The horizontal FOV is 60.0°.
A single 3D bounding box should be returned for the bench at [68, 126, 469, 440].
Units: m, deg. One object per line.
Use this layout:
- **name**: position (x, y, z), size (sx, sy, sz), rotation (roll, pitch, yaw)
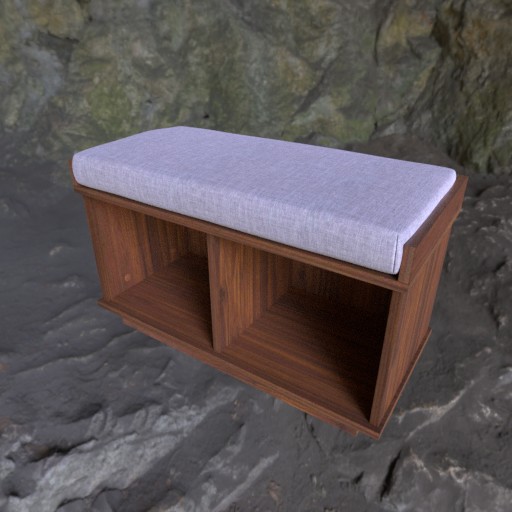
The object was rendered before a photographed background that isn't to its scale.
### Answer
- **bench**: position (0.000, 0.000, 0.988), size (0.734, 0.461, 0.362), rotation (18, 33, 29)
